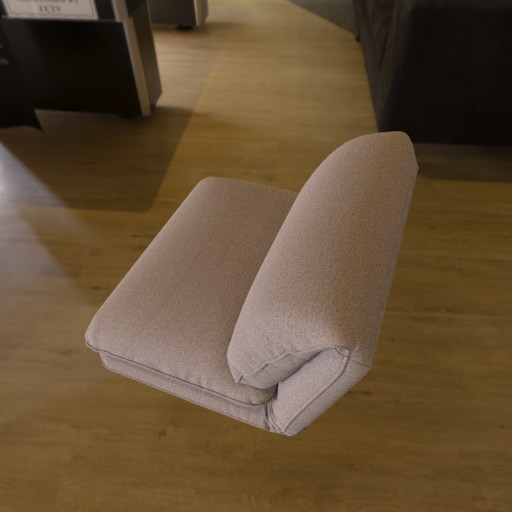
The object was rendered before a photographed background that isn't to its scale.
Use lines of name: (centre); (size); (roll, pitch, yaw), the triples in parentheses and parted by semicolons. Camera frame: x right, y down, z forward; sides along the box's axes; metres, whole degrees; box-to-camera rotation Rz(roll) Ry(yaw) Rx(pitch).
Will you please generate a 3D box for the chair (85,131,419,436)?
chair: (0.000, 0.000, 1.345); (0.780, 0.580, 0.820); (16, 48, 15)
